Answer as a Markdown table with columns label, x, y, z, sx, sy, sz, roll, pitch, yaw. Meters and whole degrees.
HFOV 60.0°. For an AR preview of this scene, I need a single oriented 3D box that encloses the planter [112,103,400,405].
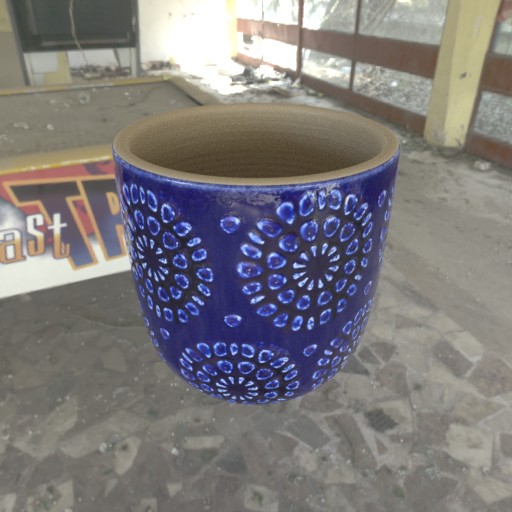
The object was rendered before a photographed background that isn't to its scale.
| label | x | y | z | sx | sy | sz | roll | pitch | yaw |
| --- | --- | --- | --- | --- | --- | --- | --- | --- | --- |
| planter | 0.000 | 0.000 | 0.199 | 0.109 | 0.112 | 0.109 | 0 | 31 | 0 |
